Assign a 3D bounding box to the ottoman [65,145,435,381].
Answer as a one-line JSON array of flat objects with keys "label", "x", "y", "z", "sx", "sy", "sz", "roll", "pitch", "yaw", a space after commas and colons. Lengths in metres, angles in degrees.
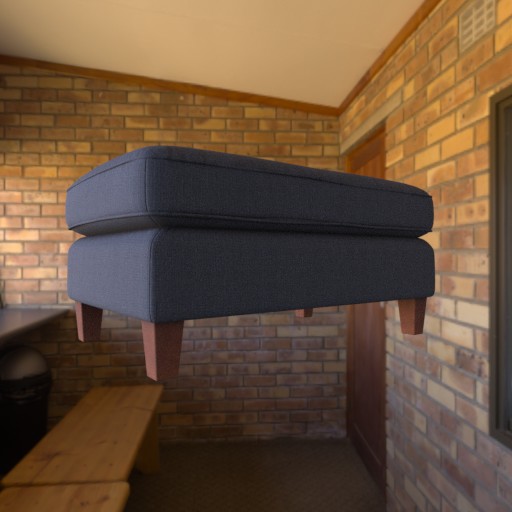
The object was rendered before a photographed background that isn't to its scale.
[{"label": "ottoman", "x": 0.000, "y": 0.000, "z": 1.208, "sx": 0.885, "sy": 0.438, "sz": 0.570, "roll": 0, "pitch": 0, "yaw": -37}]
